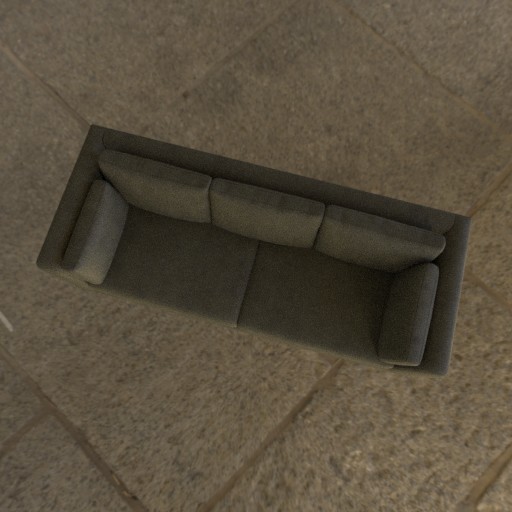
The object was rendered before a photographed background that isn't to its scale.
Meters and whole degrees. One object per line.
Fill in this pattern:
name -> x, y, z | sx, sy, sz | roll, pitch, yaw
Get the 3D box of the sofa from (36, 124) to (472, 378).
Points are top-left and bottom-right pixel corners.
sofa -> 0.000, 0.000, 2.900 | 2.415, 0.867, 0.969 | 15, 76, 4
